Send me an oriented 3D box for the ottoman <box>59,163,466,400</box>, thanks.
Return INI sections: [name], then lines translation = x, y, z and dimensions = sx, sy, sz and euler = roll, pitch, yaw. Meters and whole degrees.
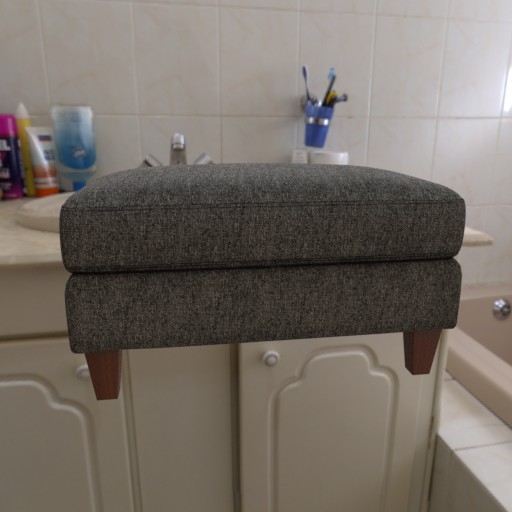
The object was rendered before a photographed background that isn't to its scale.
[ottoman]
translation = 0.000, 0.000, 1.192
dimensions = 0.864, 0.483, 0.584
euler = -2, 15, -8
